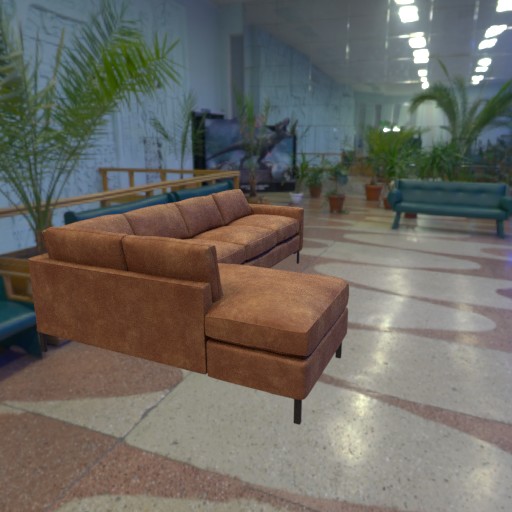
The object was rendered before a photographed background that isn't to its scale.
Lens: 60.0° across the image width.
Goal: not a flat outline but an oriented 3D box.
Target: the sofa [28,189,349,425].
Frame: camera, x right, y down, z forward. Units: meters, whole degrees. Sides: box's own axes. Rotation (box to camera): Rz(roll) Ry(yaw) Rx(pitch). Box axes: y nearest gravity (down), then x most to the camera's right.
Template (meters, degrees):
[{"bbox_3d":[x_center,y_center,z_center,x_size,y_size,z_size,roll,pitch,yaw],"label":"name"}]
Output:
[{"bbox_3d":[0.000,0.000,3.802,1.938,0.877,2.984,7,16,24],"label":"sofa"}]
